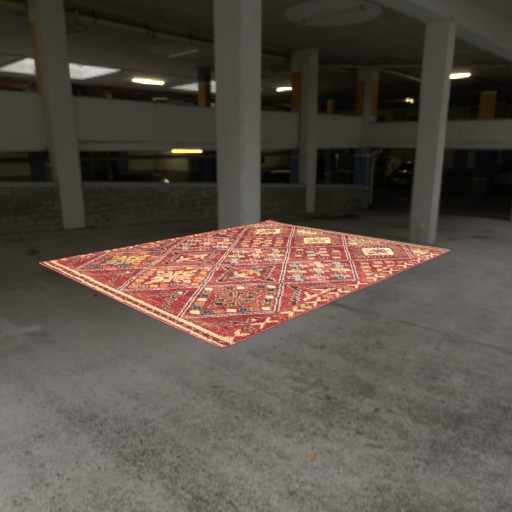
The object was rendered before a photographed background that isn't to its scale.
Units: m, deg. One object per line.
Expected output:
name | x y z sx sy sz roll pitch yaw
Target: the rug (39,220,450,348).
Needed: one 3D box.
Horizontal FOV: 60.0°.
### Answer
rug | 0.000 0.000 4.226 2.489 0.030 3.086 13 20 42
